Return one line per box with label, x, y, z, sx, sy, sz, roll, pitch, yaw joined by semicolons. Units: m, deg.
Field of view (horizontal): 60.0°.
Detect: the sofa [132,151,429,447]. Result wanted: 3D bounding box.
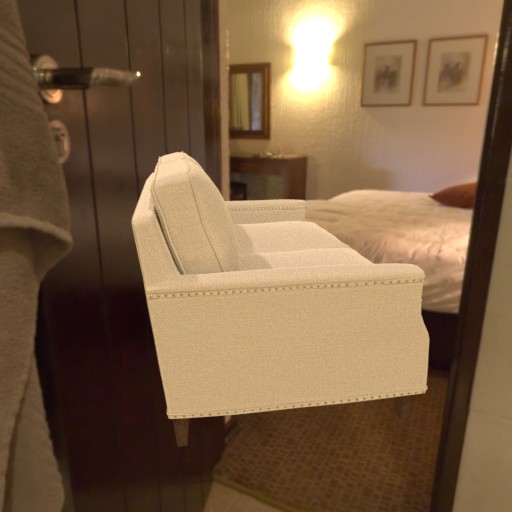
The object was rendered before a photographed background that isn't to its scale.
sofa;0.000;0.000;2.266;1.084;1.003;1.597;-3;17;-10
